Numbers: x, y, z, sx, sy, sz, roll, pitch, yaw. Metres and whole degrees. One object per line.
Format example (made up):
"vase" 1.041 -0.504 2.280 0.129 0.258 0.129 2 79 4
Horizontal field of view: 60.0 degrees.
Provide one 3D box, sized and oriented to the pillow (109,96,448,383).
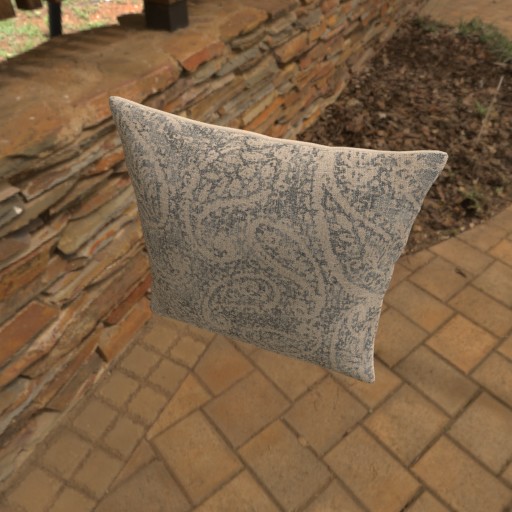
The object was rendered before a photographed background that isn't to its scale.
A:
"pillow" 0.000 0.000 0.801 0.523 0.510 0.166 15 44 16
